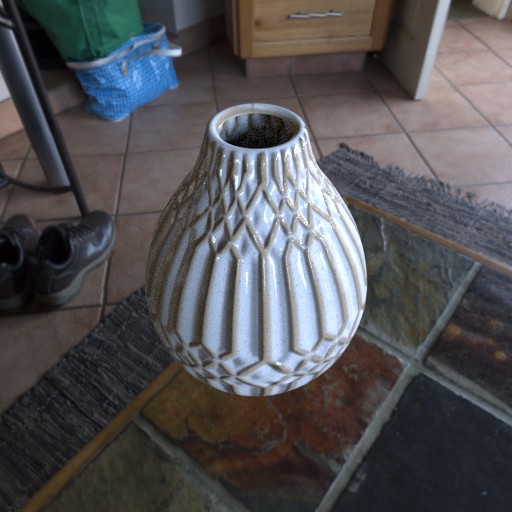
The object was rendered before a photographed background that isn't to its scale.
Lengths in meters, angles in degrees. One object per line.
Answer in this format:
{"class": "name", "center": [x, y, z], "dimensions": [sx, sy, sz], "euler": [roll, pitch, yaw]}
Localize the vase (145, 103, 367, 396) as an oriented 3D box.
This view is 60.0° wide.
{"class": "vase", "center": [0.000, 0.000, 0.309], "dimensions": [0.159, 0.200, 0.159], "euler": [0, 45, 0]}
